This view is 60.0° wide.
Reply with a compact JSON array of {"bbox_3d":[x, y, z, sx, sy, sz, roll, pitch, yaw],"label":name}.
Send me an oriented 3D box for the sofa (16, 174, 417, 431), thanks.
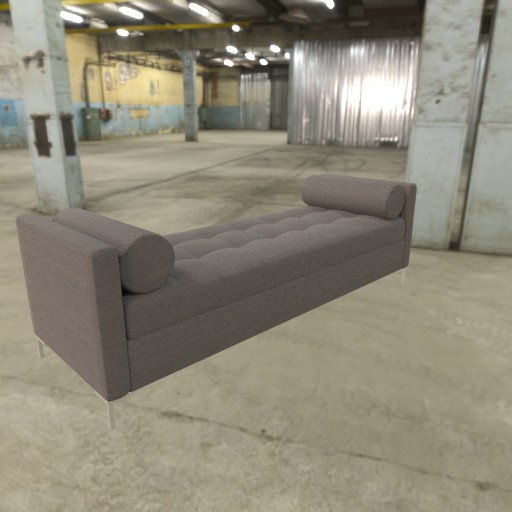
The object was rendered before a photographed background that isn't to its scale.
[{"bbox_3d":[0.000,0.000,2.247,1.981,0.635,0.686,-16,24,-42],"label":"sofa"}]
